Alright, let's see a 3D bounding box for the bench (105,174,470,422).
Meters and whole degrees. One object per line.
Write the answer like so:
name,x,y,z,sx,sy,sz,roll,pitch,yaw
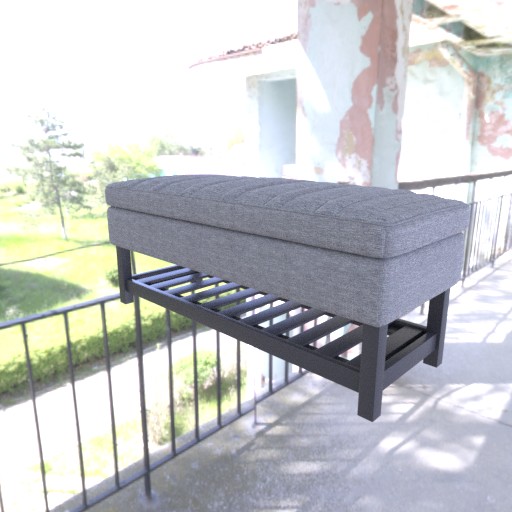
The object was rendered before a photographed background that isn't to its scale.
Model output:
bench,0.000,0.000,1.355,1.100,0.470,0.429,14,20,42
